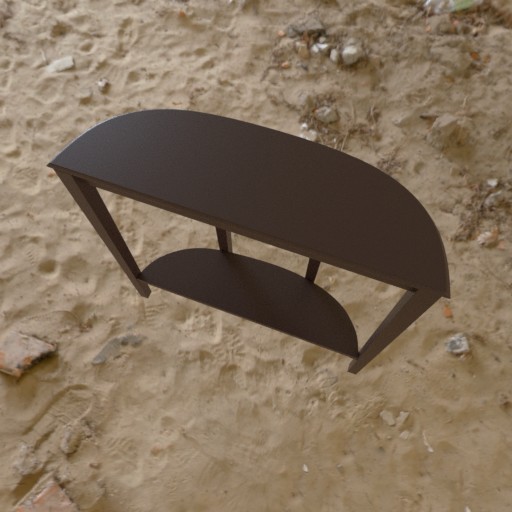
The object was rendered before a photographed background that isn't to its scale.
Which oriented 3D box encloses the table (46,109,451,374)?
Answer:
[{"bbox_3d":[0.000,0.000,1.345,0.909,0.831,0.274,19,65,9],"label":"table"}]
